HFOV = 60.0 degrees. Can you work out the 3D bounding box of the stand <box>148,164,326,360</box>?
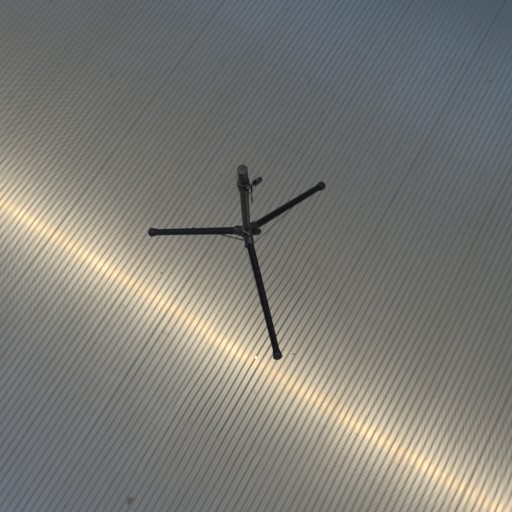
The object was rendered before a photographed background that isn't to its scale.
[{"bbox_3d":[0.000,0.000,1.909,1.045,1.136,0.907,-14,77,-3],"label":"stand"}]
